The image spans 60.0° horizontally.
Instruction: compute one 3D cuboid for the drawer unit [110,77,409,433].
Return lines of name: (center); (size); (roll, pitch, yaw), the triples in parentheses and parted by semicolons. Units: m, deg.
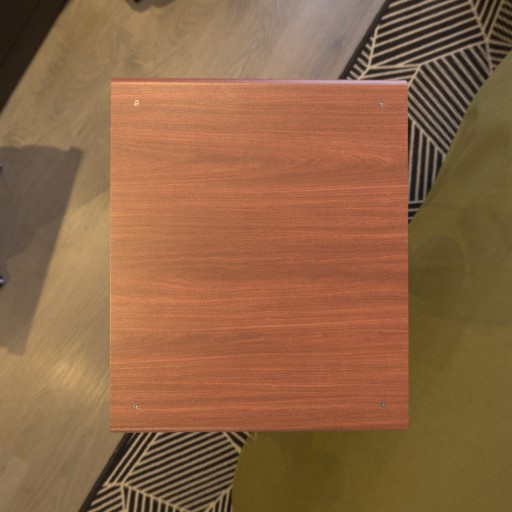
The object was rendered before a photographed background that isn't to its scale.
drawer unit: (0.000, 0.000, 0.607); (0.290, 0.351, 0.349); (0, 90, -1)
